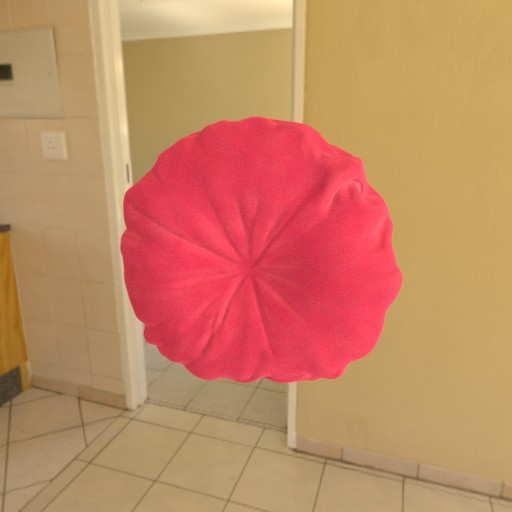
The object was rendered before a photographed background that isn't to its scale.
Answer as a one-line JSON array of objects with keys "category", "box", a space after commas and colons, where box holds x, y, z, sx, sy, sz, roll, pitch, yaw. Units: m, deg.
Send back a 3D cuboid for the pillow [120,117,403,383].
[{"category": "pillow", "box": [0.000, 0.000, 0.680, 0.428, 0.407, 0.148, 2, 16, 9]}]
